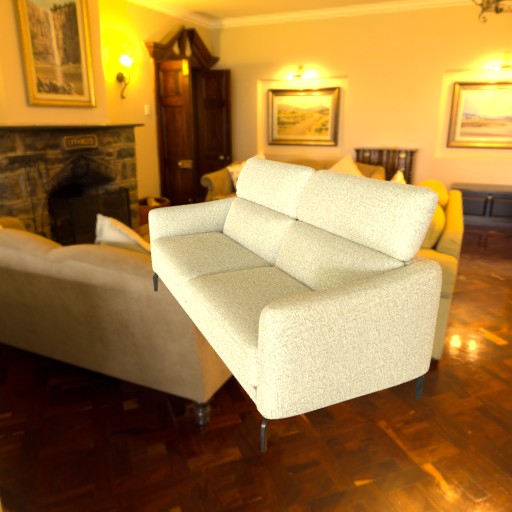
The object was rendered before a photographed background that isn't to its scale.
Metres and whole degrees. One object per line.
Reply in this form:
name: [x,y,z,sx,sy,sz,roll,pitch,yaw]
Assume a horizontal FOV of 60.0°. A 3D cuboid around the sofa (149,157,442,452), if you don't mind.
sofa: [0.000,0.000,2.520,0.856,0.956,2.015,-8,19,-24]
